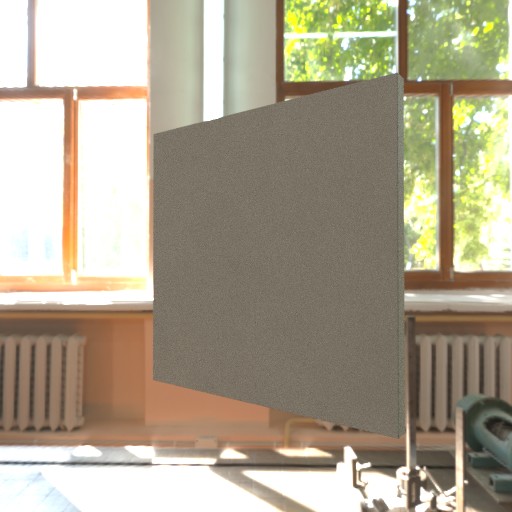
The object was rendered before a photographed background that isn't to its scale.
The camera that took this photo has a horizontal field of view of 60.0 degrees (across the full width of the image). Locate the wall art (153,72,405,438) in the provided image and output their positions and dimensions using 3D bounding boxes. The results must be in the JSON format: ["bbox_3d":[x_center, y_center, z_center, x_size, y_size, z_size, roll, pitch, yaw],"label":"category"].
[{"bbox_3d":[0.000,0.000,1.162,0.762,0.762,0.040,0,-1,36],"label":"wall art"}]
